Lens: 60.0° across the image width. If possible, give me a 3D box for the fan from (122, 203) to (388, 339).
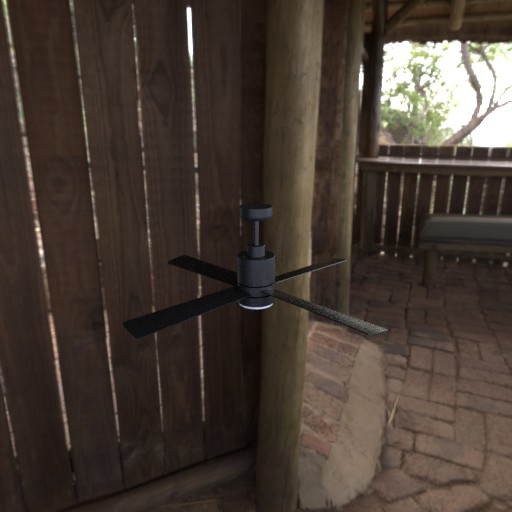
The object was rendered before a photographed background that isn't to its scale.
[{"bbox_3d":[0.000,0.000,2.356,1.525,0.534,1.525,-15,22,-41],"label":"fan"}]
